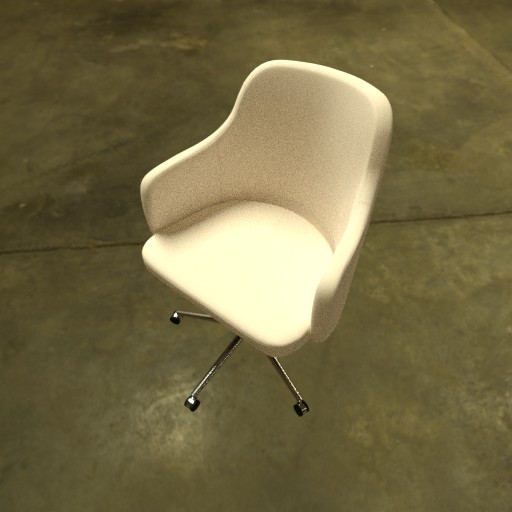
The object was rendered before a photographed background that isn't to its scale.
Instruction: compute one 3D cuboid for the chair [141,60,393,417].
[{"bbox_3d":[0.000,0.000,1.212,0.602,0.819,0.647,31,53,26],"label":"chair"}]
